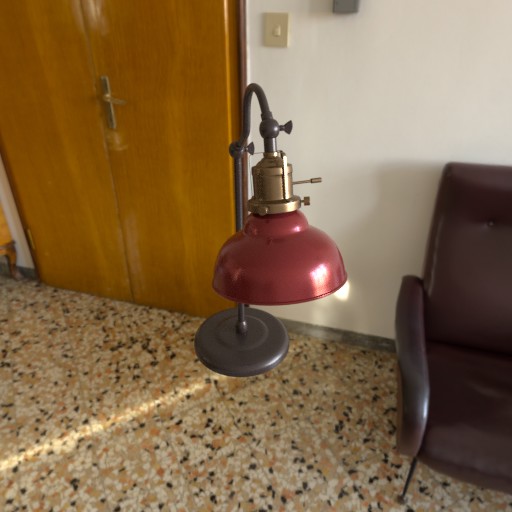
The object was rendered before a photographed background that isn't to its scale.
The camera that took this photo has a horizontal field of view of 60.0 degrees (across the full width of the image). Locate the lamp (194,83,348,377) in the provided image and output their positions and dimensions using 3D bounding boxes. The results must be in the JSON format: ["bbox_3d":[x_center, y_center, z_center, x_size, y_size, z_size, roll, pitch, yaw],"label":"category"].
[{"bbox_3d":[0.000,0.000,0.692,0.192,0.508,0.374,-10,32,-16],"label":"lamp"}]
